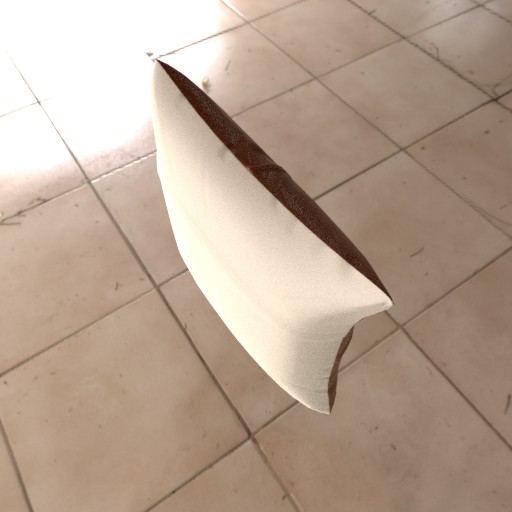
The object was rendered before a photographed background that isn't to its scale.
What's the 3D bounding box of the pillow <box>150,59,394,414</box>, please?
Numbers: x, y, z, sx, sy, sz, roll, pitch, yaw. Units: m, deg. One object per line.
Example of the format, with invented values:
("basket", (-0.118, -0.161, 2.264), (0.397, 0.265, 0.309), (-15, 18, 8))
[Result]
("pillow", (0.000, 0.000, 0.755), (0.192, 0.477, 0.501), (-31, 62, -18))
